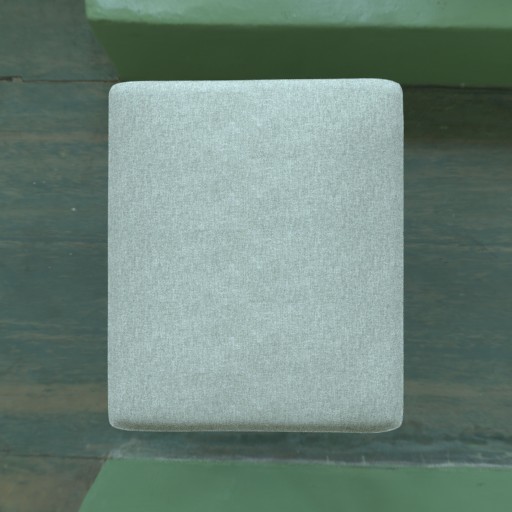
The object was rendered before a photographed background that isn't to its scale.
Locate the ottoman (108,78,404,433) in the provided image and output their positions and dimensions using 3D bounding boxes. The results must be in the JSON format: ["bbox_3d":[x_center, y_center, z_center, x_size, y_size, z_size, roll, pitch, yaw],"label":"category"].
[{"bbox_3d":[0.000,0.000,1.196,0.693,0.474,0.821,0,90,1],"label":"ottoman"}]
